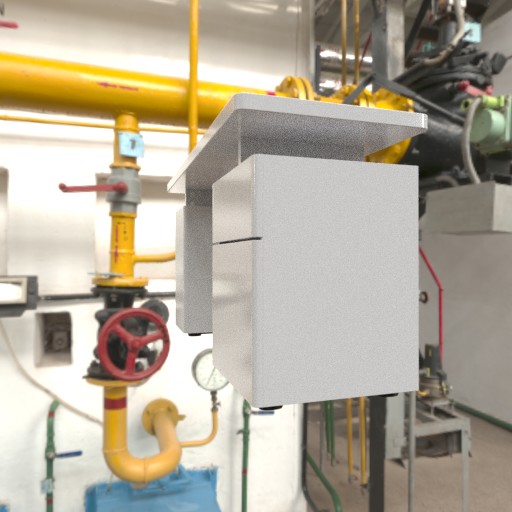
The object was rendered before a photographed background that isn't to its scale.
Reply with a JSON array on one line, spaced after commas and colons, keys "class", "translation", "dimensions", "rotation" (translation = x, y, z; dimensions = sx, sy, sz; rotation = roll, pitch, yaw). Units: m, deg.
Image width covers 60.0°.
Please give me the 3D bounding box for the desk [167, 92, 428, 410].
[{"class": "desk", "translation": [0.000, 0.000, 1.781], "dimensions": [0.550, 0.762, 1.400], "rotation": [0, 0, -18]}]
